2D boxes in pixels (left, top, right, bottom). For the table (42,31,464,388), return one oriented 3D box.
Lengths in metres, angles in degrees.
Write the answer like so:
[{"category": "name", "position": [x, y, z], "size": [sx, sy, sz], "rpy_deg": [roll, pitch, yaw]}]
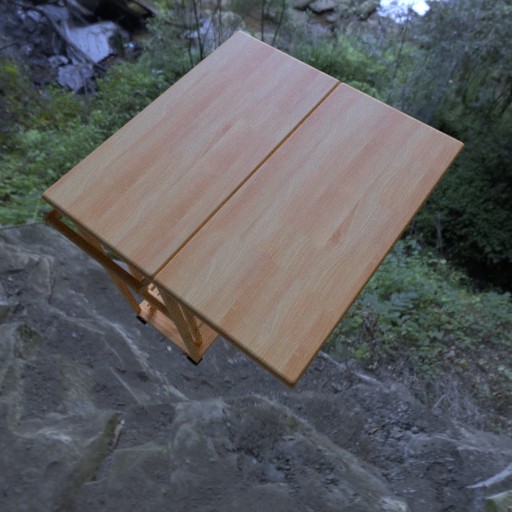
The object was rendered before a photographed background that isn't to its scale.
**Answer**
[{"category": "table", "position": [0.000, 0.000, 1.388], "size": [0.693, 0.832, 0.752], "rpy_deg": [34, 67, 16]}]
